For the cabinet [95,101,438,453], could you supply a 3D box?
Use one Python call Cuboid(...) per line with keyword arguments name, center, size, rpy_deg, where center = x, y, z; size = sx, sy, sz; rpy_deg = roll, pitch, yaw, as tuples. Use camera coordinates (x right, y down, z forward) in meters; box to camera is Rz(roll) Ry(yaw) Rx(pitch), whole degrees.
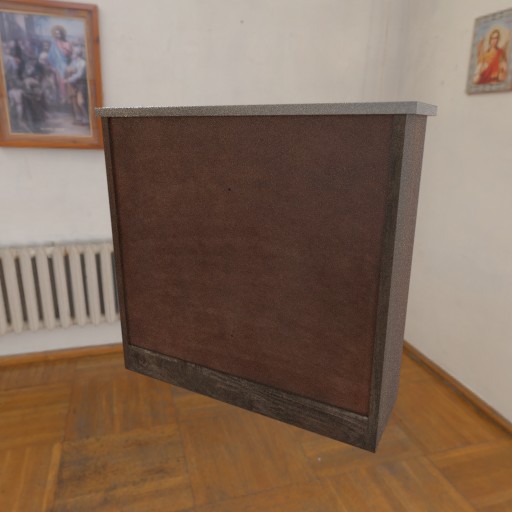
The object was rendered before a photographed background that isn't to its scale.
Cuboid(name="cabinet", center=(0.000, 0.000, 1.443), size=(0.968, 0.919, 0.338), rpy_deg=(9, 19, 27))
